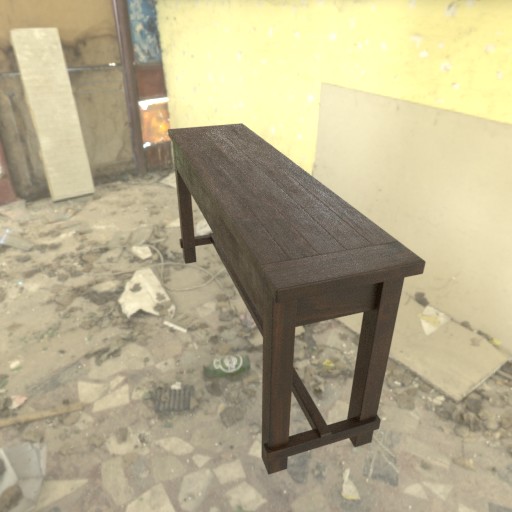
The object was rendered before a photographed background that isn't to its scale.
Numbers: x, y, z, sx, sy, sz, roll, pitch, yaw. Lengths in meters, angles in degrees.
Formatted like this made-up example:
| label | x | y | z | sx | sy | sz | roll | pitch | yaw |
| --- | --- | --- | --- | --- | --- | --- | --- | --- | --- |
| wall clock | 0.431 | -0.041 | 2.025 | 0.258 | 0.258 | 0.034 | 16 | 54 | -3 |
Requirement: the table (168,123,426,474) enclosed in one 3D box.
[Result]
| label | x | y | z | sx | sy | sz | roll | pitch | yaw |
| --- | --- | --- | --- | --- | --- | --- | --- | --- | --- |
| table | 0.000 | 0.000 | 1.932 | 0.442 | 0.762 | 1.599 | -10 | 31 | -16 |
